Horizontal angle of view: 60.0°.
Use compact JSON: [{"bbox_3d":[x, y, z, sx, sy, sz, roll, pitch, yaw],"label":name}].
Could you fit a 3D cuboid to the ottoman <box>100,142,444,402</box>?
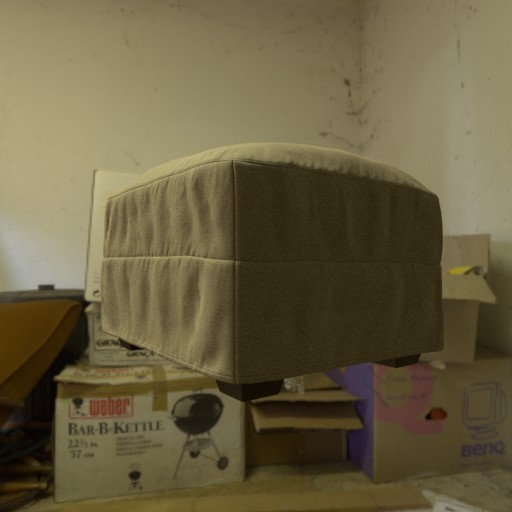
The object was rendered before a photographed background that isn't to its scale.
[{"bbox_3d":[0.000,0.000,1.083,0.584,0.480,0.712,1,-1,-36],"label":"ottoman"}]
